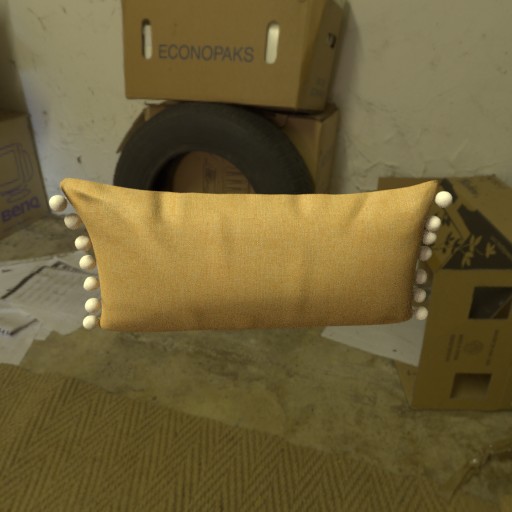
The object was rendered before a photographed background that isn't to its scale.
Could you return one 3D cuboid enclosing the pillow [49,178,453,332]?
[{"bbox_3d":[0.000,0.000,0.845,0.709,0.322,0.201,-1,29,-2],"label":"pillow"}]
